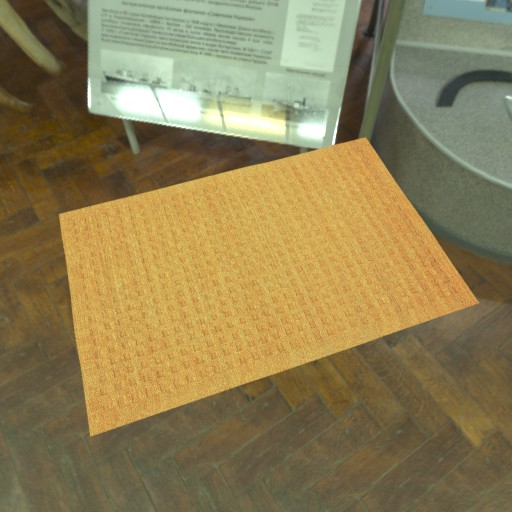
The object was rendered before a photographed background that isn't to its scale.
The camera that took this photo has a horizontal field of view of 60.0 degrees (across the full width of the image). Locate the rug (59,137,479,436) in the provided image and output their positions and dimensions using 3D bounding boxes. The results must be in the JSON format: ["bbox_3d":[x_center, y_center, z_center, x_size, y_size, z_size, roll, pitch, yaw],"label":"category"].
[{"bbox_3d":[0.000,0.000,2.141,1.747,0.006,1.143,-16,59,-10],"label":"rug"}]
